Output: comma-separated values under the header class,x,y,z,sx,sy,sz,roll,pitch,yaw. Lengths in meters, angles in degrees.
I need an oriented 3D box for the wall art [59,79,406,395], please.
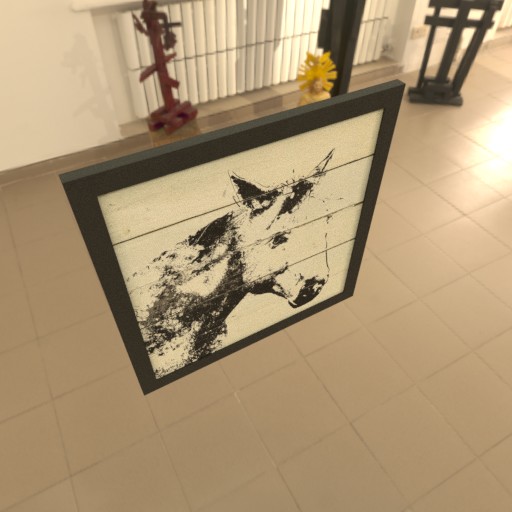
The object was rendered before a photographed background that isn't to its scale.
class,x,y,z,sx,sy,sz,roll,pitch,yaw
wall art,0.000,0.000,1.541,1.016,1.016,0.038,-22,50,-20
